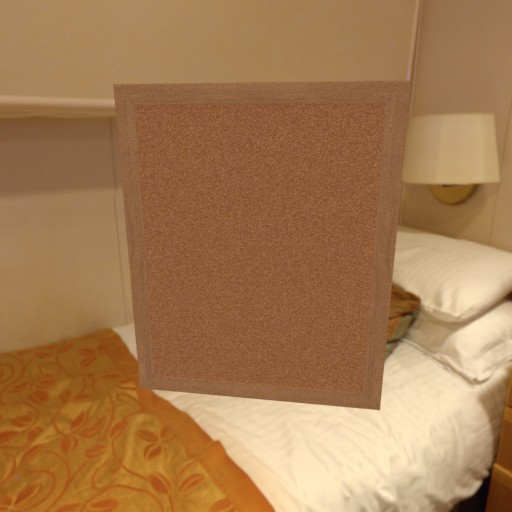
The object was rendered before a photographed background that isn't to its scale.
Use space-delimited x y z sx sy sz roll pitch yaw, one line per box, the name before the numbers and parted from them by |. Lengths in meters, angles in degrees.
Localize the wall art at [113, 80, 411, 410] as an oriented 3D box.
wall art | 0.000 0.000 0.769 0.460 0.561 0.020 3 17 8
